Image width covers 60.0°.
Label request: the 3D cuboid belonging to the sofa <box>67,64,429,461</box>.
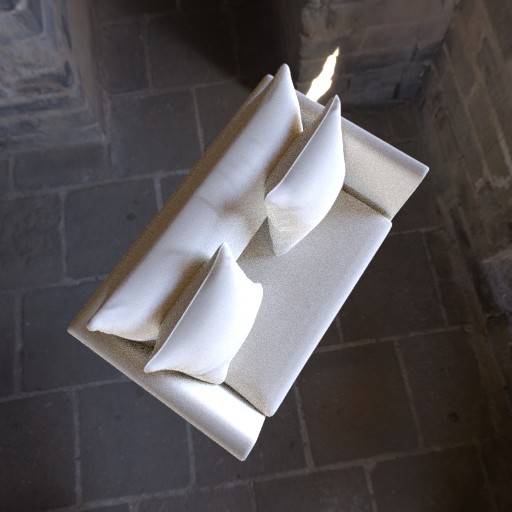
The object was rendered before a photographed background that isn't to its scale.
[{"bbox_3d":[0.000,0.000,2.266,1.026,1.039,1.608,33,78,8],"label":"sofa"}]
